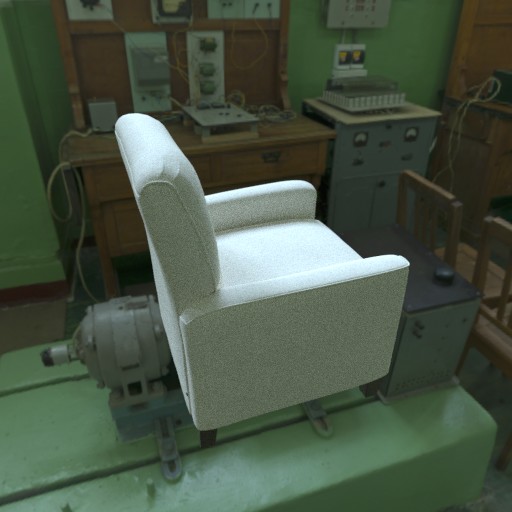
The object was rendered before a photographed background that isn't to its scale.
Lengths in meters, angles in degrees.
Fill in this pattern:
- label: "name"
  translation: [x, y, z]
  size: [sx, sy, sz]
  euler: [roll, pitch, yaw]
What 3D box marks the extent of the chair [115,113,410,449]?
- label: "chair"
  translation: [0.000, 0.000, 1.695]
  size: [0.858, 1.028, 0.841]
  euler: [-11, 33, -17]
